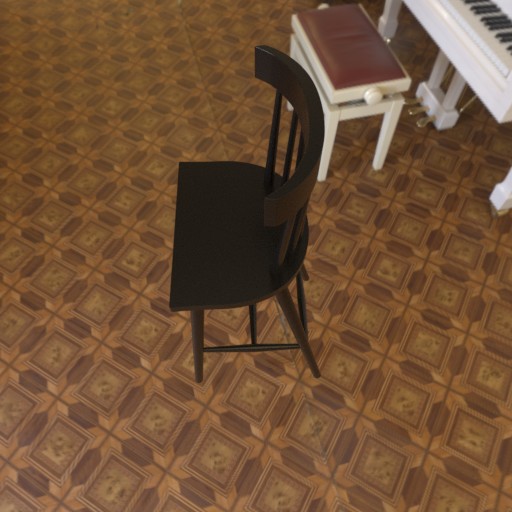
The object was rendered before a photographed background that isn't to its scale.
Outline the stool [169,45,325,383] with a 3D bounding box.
[{"bbox_3d":[0.000,0.000,1.350,0.483,1.092,0.482,-2,58,-1],"label":"stool"}]
